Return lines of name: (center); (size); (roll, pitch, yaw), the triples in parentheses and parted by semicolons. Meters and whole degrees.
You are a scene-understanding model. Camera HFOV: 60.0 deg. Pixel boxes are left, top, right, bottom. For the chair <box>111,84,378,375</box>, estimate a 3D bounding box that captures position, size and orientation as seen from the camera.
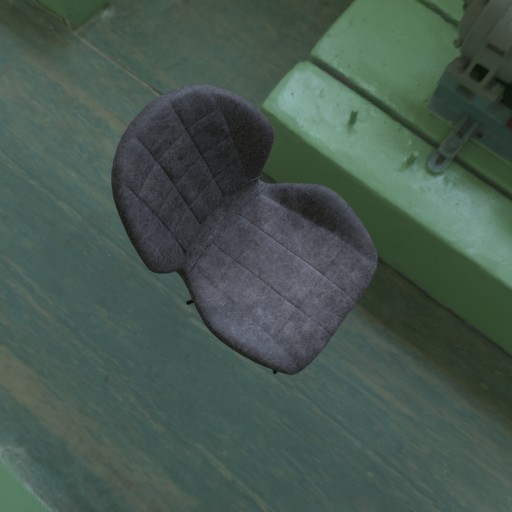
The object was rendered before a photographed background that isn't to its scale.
chair: (0.000, 0.000, 1.337); (0.640, 0.934, 0.527); (37, 78, 10)
